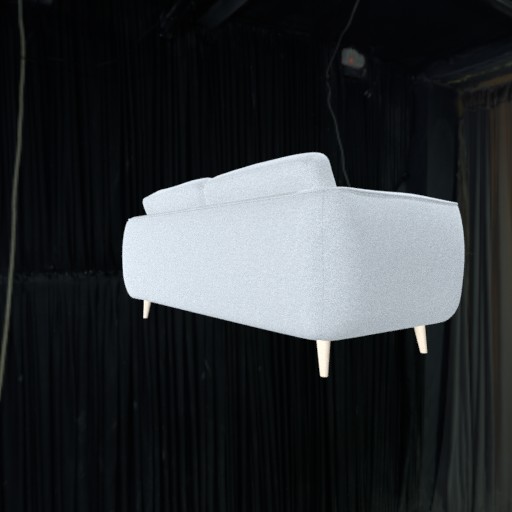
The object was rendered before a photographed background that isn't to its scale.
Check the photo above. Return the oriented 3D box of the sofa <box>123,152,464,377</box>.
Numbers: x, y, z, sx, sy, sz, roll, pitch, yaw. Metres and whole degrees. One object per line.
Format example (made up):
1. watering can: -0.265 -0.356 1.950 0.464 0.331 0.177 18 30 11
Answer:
1. sofa: 0.000 0.000 2.483 0.920 0.850 2.000 -1 1 -36
